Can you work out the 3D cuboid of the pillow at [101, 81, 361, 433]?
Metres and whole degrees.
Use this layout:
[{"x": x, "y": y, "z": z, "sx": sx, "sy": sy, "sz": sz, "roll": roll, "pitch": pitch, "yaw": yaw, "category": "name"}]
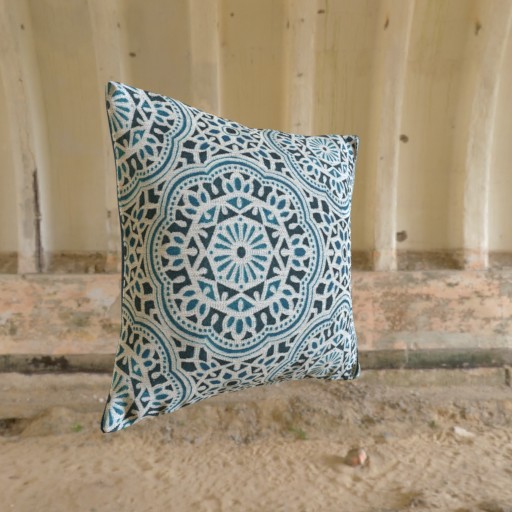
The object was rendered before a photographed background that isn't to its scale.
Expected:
[{"x": 0.000, "y": 0.000, "z": 0.645, "sx": 0.440, "sy": 0.420, "sz": 0.145, "roll": 1, "pitch": -1, "yaw": -35, "category": "pillow"}]
